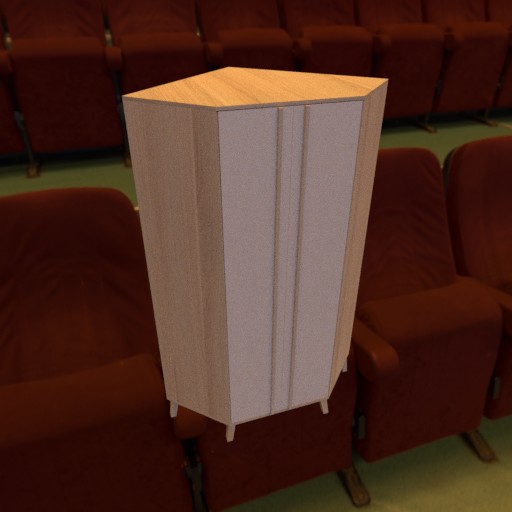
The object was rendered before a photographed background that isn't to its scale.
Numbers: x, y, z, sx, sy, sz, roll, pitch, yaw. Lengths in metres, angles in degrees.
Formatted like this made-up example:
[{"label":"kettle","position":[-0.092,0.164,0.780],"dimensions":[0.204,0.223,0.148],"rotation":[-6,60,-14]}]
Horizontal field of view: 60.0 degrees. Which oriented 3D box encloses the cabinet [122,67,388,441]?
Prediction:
[{"label":"cabinet","position":[0.000,0.000,2.631],"dimensions":[1.272,1.957,0.969],"rotation":[-10,32,-16]}]
